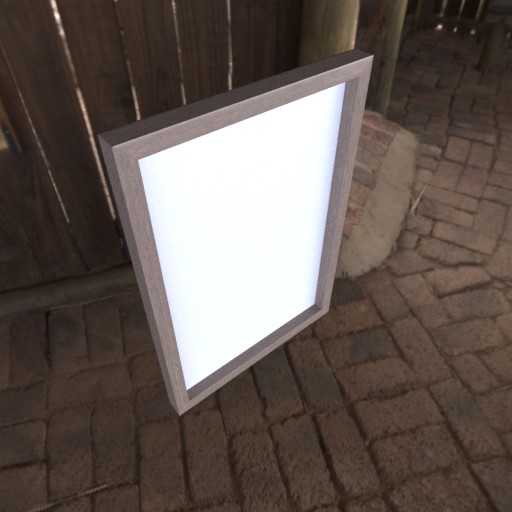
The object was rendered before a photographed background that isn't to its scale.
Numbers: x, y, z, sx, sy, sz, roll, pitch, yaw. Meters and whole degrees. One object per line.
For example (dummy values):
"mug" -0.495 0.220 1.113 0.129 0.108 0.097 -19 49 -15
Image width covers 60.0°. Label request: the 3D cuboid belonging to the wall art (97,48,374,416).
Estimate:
"wall art" 0.000 0.000 0.663 0.358 0.510 0.032 -29 51 -27
